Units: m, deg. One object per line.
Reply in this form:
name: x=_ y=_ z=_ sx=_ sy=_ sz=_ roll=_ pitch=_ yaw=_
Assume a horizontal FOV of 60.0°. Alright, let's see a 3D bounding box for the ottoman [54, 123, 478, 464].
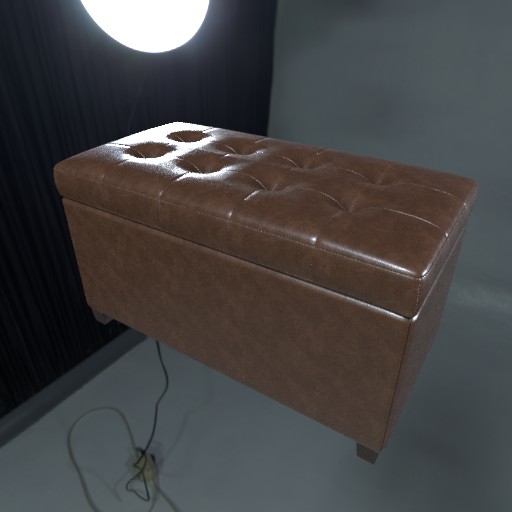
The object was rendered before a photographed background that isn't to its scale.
ottoman: x=0.000 y=0.000 z=1.065 sx=0.838 sy=0.470 sz=0.432 roll=19 pitch=36 yaw=28
